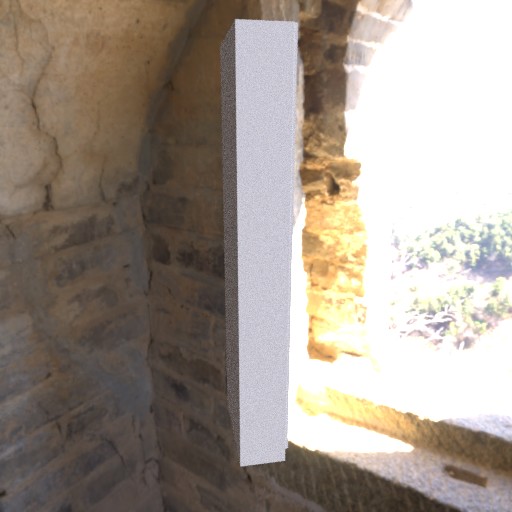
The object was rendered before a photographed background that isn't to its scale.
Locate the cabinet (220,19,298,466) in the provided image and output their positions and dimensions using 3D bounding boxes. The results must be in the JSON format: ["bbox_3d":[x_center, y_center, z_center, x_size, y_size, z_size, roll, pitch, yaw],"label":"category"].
[{"bbox_3d":[0.000,0.000,1.976,0.230,1.790,0.500,-3,16,-10],"label":"cabinet"}]
